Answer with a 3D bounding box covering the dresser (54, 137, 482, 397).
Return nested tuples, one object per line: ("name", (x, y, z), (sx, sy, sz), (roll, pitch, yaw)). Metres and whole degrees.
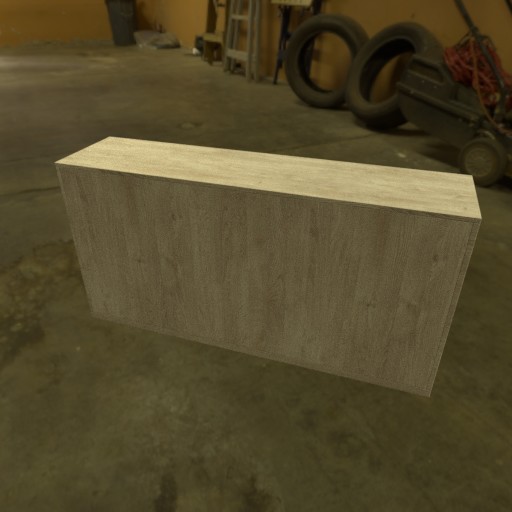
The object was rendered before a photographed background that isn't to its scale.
("dresser", (0.000, 0.000, 1.932), (1.590, 0.795, 0.390), (10, 33, 16))
